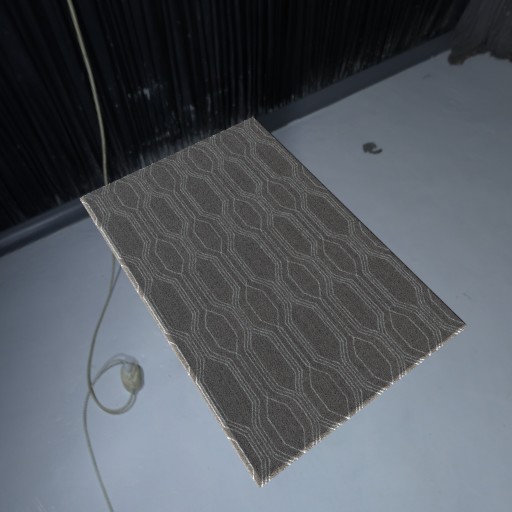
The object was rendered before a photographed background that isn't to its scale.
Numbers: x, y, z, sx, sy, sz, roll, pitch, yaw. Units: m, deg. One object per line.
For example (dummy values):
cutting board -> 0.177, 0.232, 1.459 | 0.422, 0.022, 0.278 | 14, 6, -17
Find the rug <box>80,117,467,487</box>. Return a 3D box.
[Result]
rug -> 0.000, 0.000, 2.372 | 1.239, 0.012, 1.836 | -30, 62, -18
